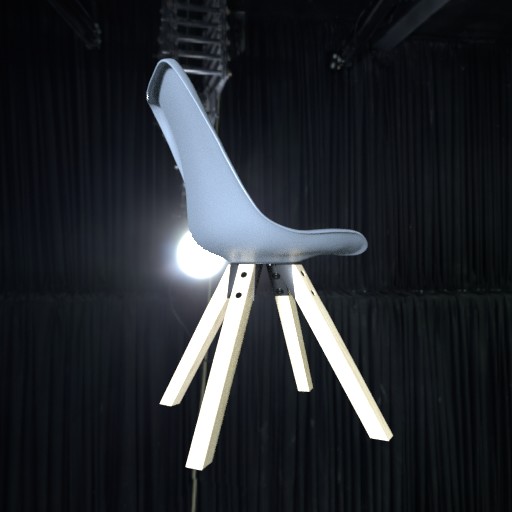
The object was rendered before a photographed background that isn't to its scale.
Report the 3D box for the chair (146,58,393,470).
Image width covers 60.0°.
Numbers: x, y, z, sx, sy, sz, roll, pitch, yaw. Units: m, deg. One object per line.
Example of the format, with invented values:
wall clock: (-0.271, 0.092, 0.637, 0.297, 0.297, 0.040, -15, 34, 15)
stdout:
chair: (0.000, 0.000, 1.148, 0.550, 0.850, 0.485, 0, -1, -19)
